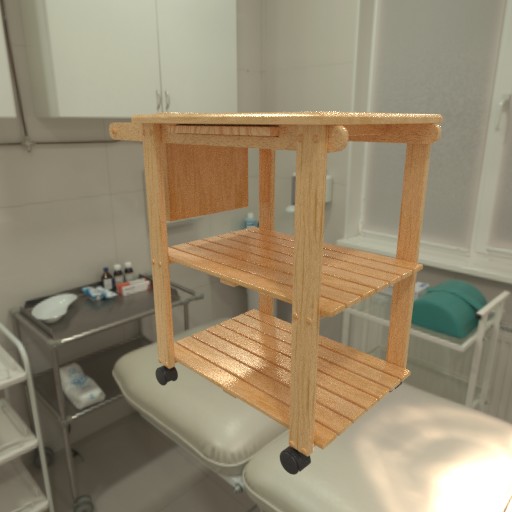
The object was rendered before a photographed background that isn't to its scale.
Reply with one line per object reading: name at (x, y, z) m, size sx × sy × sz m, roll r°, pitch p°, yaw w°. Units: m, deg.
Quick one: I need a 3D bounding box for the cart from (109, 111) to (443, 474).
cart at (0.000, 0.000, 1.324) m, size 0.843 × 0.816 × 0.520 m, roll 16°, pitch 23°, yaw 42°
